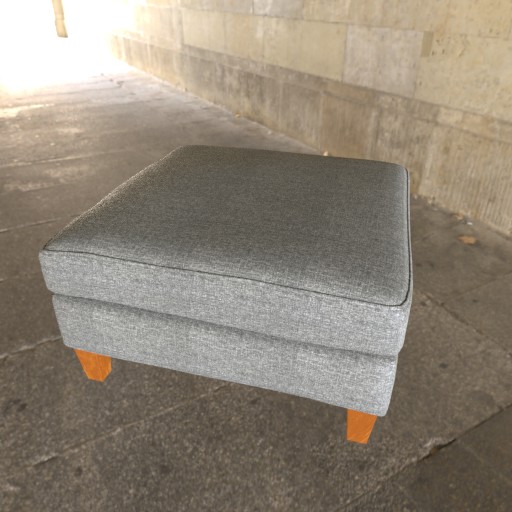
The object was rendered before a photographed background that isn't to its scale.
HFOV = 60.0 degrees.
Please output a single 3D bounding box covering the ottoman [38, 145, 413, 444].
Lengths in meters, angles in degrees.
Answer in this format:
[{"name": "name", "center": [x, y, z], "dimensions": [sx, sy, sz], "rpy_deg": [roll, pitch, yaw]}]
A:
[{"name": "ottoman", "center": [0.000, 0.000, 1.335], "dimensions": [0.838, 0.481, 0.838], "rpy_deg": [8, 32, 14]}]
